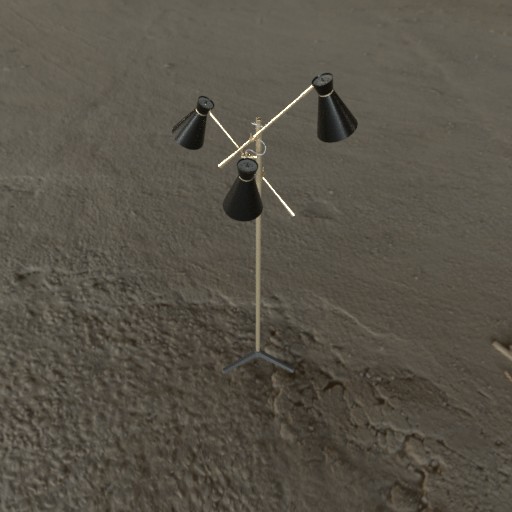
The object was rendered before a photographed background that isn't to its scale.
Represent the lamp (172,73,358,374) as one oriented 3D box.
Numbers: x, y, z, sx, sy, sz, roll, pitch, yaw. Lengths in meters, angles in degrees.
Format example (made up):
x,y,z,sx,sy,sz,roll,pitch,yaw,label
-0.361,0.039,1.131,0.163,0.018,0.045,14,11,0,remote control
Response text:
x,y,z,sx,sy,sz,roll,pitch,yaw,label
0.000,0.000,2.175,0.750,1.804,0.653,-1,41,-1,lamp
